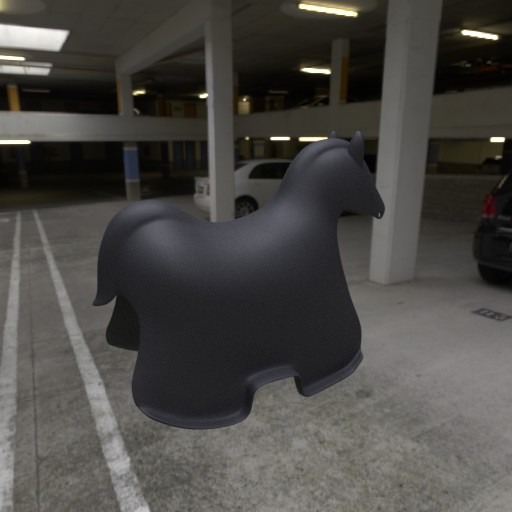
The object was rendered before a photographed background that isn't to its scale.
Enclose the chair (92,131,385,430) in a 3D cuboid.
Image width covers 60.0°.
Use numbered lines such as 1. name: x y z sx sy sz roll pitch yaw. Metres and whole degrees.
1. chair: 0.000 0.000 1.123 0.800 0.612 0.429 -8 17 -27
